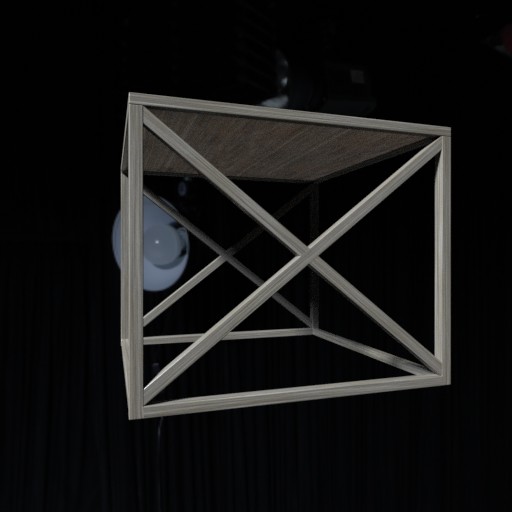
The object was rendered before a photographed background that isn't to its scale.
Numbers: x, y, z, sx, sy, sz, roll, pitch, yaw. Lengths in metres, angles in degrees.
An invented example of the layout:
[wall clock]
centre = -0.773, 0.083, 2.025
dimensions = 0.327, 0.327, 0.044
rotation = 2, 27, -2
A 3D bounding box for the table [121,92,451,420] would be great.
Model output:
[table]
centre = 0.000, 0.000, 1.069
dimensions = 0.611, 0.507, 0.609
rotation = 0, 0, -18
